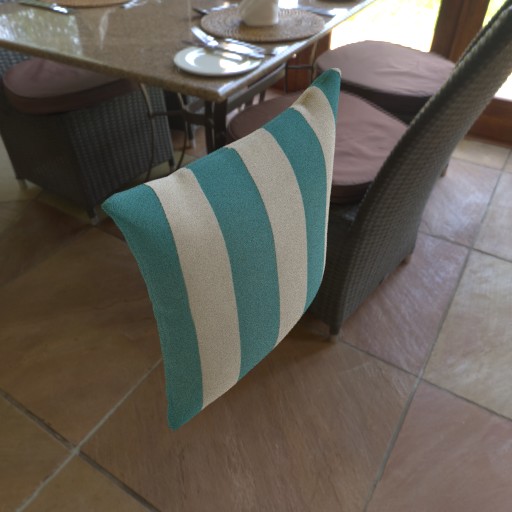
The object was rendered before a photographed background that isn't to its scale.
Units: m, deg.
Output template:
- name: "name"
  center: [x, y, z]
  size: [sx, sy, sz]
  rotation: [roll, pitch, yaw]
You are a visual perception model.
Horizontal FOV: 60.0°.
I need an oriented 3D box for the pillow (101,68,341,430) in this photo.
- name: "pillow"
  center: [0.000, 0.000, 0.803]
  size: [0.189, 0.526, 0.536]
  rotation: [25, 47, 26]
